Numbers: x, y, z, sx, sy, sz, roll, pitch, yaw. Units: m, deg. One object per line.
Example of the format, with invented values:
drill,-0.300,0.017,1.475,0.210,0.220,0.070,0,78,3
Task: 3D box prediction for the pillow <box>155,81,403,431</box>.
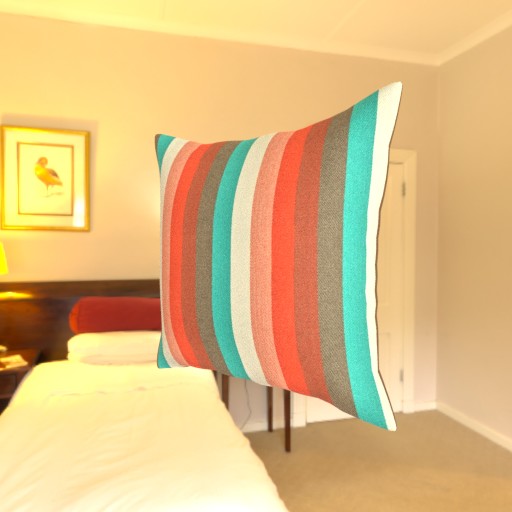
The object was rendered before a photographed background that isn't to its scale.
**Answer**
pillow,0.000,0.000,0.693,0.453,0.443,0.168,1,2,36
